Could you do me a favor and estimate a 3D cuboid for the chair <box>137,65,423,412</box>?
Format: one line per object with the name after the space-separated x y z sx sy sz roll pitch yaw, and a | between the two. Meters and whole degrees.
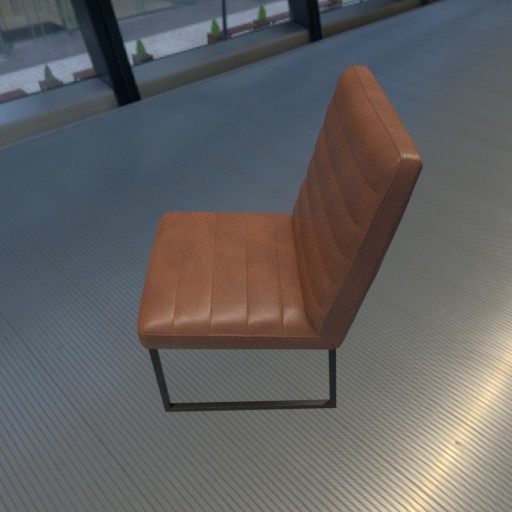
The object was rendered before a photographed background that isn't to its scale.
0.000 0.000 1.298 0.634 0.930 0.520 -1 42 -1 | chair
